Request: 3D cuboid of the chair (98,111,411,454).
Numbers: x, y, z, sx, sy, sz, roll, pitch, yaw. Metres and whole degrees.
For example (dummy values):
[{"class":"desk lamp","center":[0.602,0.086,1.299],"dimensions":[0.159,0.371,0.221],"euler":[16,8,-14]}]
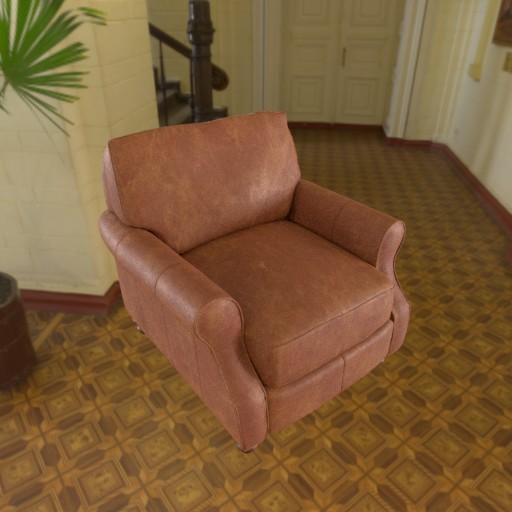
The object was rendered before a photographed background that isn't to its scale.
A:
[{"class":"chair","center":[0.000,0.000,1.766],"dimensions":[0.983,0.962,0.986],"euler":[-21,36,-32]}]
